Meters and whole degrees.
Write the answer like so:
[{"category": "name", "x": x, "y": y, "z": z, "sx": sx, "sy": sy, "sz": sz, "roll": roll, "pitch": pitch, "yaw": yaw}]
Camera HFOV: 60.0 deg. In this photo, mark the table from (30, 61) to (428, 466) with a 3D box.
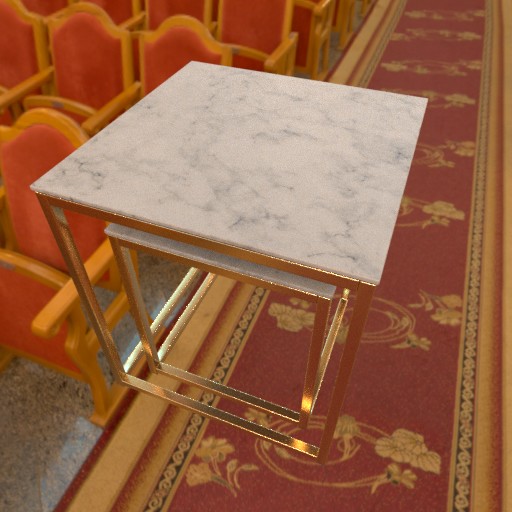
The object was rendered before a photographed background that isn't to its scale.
[{"category": "table", "x": 0.000, "y": 0.000, "z": 0.835, "sx": 0.450, "sy": 0.500, "sz": 0.450, "roll": 16, "pitch": 47, "yaw": 15}]
